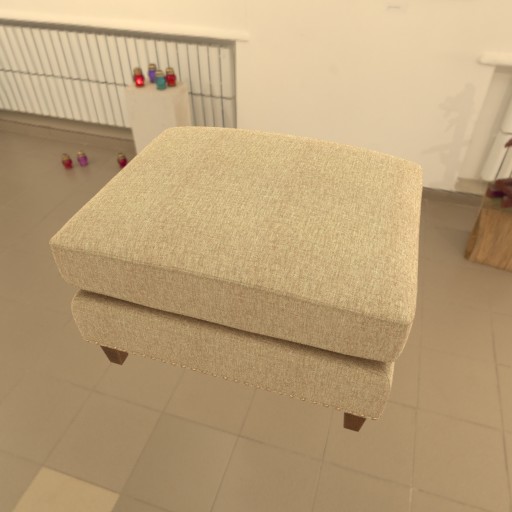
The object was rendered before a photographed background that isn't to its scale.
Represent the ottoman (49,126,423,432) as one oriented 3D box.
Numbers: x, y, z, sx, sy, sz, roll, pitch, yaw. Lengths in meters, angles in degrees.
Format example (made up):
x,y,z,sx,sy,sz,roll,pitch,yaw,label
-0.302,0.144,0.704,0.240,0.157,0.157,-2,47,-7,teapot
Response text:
x,y,z,sx,sy,sz,roll,pitch,yaw,label
0.000,0.000,1.146,0.741,0.513,0.584,12,43,13,ottoman
